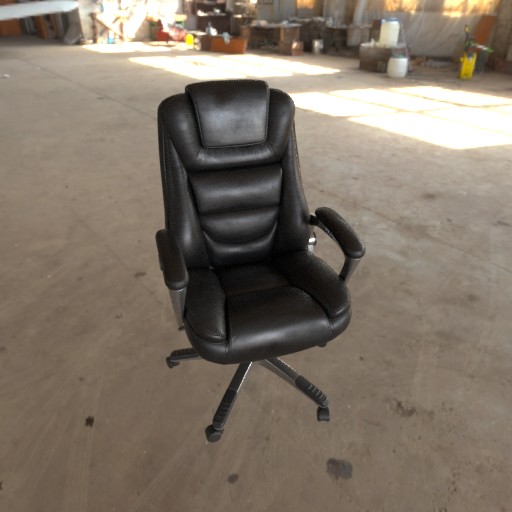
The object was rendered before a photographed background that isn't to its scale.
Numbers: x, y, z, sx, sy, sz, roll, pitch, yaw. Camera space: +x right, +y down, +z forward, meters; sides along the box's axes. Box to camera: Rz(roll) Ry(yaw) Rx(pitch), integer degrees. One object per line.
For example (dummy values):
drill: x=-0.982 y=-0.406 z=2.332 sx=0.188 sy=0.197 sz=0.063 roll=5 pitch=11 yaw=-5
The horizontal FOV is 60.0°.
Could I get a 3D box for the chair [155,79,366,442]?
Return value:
chair: x=0.000 y=0.000 z=1.550 sx=0.697 sy=1.075 sz=0.689 roll=-9 pitch=32 yaw=-15
